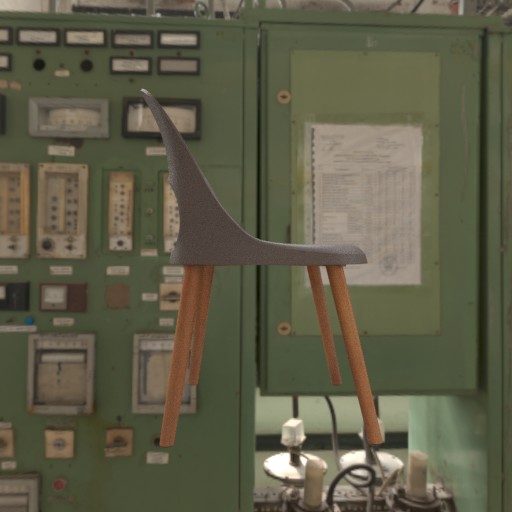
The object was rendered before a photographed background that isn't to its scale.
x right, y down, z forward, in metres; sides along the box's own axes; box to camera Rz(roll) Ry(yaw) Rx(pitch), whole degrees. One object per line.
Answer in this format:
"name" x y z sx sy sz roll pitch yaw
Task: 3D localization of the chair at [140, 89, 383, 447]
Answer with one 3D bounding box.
"chair" 0.000 0.000 1.147 0.556 0.794 0.470 0 0 -1
